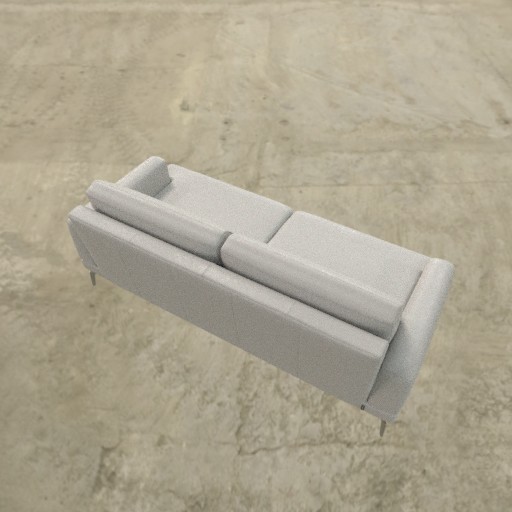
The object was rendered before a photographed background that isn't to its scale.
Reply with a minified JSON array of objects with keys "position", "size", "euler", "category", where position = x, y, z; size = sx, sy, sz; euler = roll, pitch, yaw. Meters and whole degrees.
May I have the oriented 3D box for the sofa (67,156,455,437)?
[{"position":[0.000,0.000,2.419],"size":[1.940,0.765,0.974],"euler":[23,50,21],"category":"sofa"}]
